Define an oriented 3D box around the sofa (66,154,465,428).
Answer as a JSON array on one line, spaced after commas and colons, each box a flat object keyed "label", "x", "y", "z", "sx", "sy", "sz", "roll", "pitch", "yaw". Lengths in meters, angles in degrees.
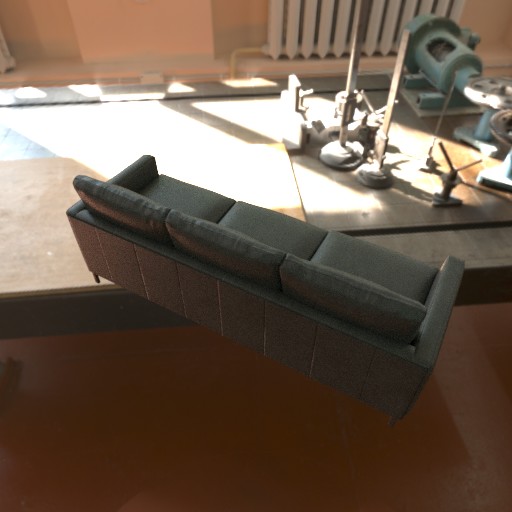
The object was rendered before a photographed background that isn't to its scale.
[{"label": "sofa", "x": 0.000, "y": 0.000, "z": 2.435, "sx": 2.029, "sy": 0.805, "sz": 0.748, "roll": 22, "pitch": 48, "yaw": 20}]
